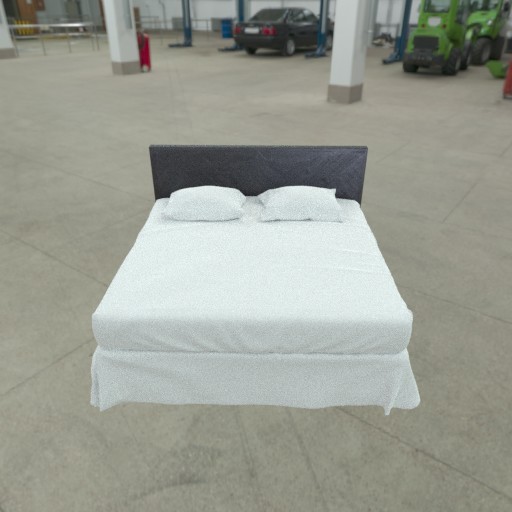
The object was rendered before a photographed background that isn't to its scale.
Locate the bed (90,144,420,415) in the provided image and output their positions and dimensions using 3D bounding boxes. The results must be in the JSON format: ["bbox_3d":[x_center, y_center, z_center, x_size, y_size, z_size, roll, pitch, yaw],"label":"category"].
[{"bbox_3d":[0.000,0.000,3.485,2.255,1.158,2.165,1,30,1],"label":"bed"}]
